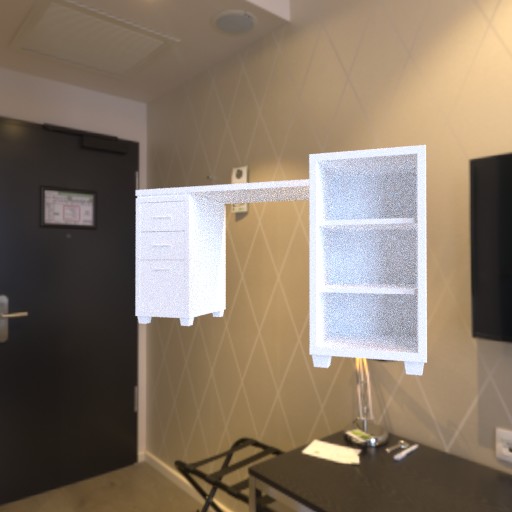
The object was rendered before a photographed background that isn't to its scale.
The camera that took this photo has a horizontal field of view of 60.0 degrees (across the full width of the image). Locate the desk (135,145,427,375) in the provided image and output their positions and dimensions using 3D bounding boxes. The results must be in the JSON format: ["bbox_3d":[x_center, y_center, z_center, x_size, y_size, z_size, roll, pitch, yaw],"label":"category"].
[{"bbox_3d":[0.000,0.000,2.173,1.524,0.759,1.199,0,-1,19],"label":"desk"}]
